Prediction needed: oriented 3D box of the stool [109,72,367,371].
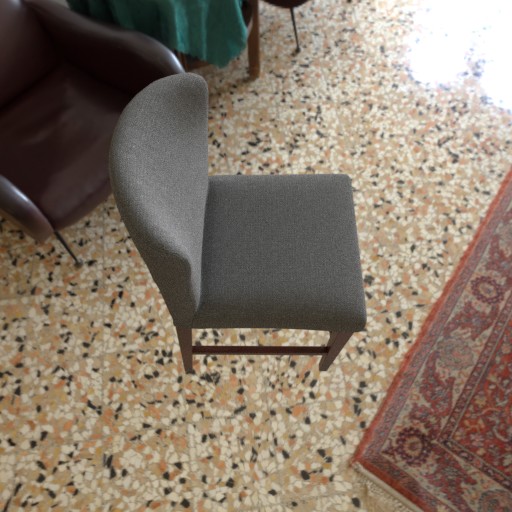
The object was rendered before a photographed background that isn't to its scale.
[{"bbox_3d":[0.000,0.000,1.280,0.568,0.968,0.479,0,62,0],"label":"stool"}]
